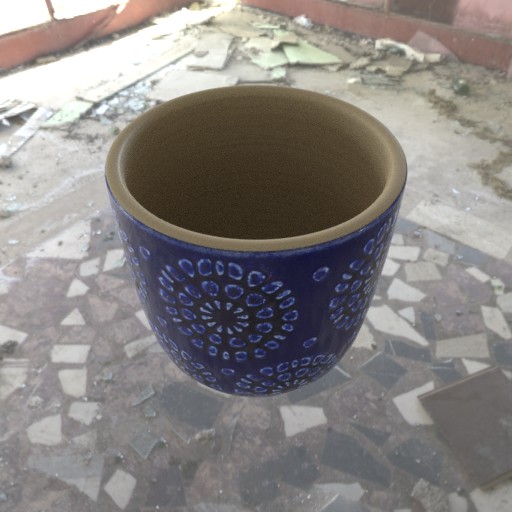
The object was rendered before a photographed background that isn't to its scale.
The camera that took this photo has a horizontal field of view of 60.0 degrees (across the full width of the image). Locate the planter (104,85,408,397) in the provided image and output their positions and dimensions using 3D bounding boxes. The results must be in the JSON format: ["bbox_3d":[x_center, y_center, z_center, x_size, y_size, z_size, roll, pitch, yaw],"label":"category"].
[{"bbox_3d":[0.000,0.000,0.200,0.109,0.112,0.109,0,45,0],"label":"planter"}]
